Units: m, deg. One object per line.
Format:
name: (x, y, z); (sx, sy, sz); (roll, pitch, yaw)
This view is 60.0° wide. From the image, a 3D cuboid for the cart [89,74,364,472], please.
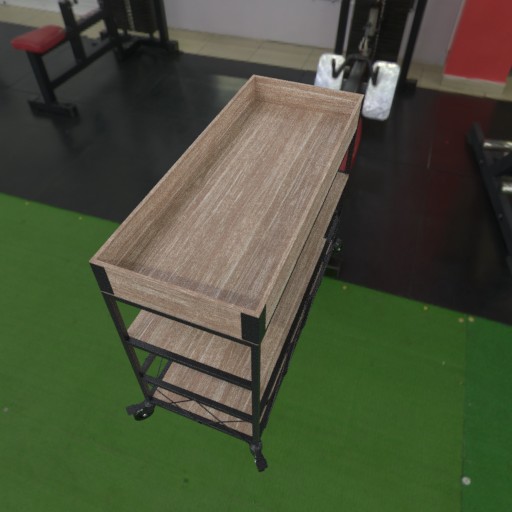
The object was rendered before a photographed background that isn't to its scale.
cart: (0.000, 0.000, 1.512); (0.500, 0.787, 1.101); (16, 49, 15)
